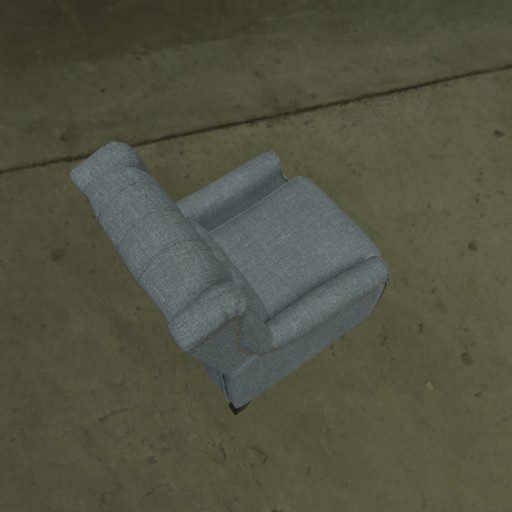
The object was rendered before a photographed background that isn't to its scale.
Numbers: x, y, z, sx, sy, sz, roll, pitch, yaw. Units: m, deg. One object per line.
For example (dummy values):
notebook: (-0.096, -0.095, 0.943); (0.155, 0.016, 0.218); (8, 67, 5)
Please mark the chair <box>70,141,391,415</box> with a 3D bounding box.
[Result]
chair: (0.000, 0.000, 1.667); (0.898, 1.035, 0.742); (-31, 63, -18)
